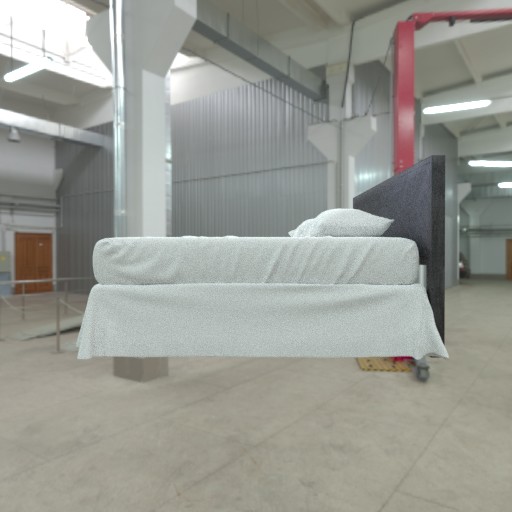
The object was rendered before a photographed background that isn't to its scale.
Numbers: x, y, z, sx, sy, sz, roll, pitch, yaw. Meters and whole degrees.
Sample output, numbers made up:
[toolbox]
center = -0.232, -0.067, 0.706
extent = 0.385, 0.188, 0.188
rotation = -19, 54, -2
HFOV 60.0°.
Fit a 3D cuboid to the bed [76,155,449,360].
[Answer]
[bed]
center = 0.000, 0.000, 3.501
extent = 2.165, 1.158, 2.255
rotation = 0, 1, 0
